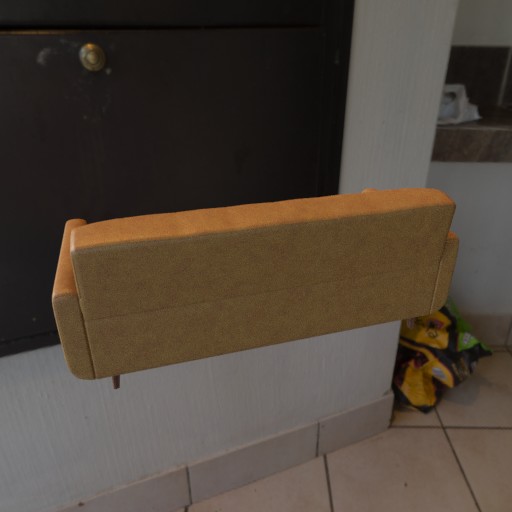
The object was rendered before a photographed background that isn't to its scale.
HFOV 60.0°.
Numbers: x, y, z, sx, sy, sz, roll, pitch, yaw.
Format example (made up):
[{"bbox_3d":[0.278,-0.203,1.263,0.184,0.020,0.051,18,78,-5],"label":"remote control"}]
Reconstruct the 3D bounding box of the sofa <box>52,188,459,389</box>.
[{"bbox_3d":[0.000,0.000,2.638,2.137,0.892,0.980,-8,28,-15],"label":"sofa"}]
